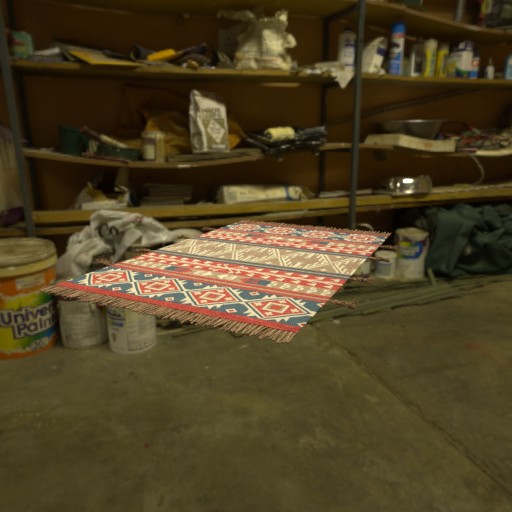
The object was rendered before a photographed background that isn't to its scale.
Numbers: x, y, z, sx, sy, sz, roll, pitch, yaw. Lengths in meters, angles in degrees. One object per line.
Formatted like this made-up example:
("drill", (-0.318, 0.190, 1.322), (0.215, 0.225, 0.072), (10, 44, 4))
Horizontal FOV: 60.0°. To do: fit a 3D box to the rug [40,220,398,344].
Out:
("rug", (0.000, 0.000, 3.175), (1.778, 0.048, 2.450), (7, 16, 25))
